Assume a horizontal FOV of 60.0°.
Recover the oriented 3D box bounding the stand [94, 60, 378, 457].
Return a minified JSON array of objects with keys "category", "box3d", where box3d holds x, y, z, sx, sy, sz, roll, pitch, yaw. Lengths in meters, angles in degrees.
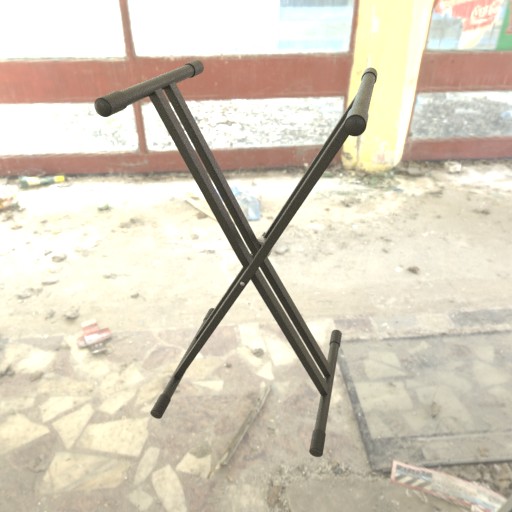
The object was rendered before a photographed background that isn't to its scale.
[{"category":"stand","box3d":[0.000,0.000,1.201,0.503,0.900,0.495,8,33,13]}]
